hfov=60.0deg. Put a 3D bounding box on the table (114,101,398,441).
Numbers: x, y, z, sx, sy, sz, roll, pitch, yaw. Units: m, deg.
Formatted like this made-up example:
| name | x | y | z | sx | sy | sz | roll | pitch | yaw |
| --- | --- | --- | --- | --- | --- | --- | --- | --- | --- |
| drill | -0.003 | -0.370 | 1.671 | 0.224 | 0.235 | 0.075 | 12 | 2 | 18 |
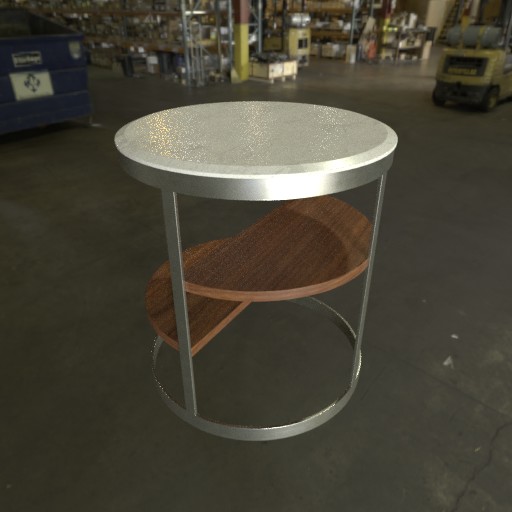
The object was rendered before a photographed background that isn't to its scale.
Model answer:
| name | x | y | z | sx | sy | sz | roll | pitch | yaw |
| --- | --- | --- | --- | --- | --- | --- | --- | --- | --- |
| table | 0.000 | 0.000 | 0.768 | 0.407 | 0.447 | 0.407 | 0 | 30 | 0 |
